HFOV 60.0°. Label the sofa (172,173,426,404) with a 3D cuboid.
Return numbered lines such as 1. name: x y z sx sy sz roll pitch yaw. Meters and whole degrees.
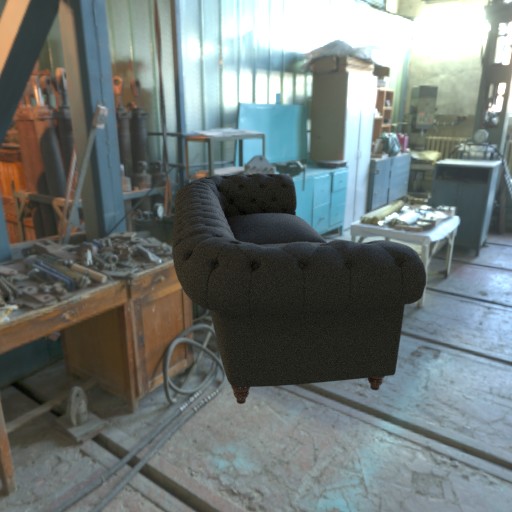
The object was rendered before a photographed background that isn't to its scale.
1. sofa: 0.000 0.000 2.791 0.991 0.762 2.362 -3 18 -9
